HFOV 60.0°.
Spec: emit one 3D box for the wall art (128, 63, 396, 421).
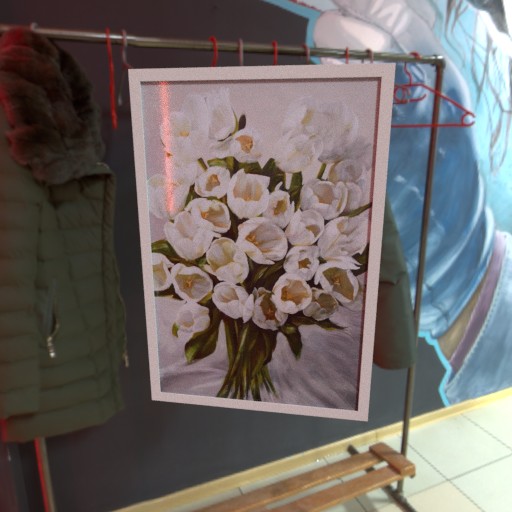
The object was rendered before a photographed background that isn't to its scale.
[{"bbox_3d":[0.000,0.000,1.218,0.660,0.965,0.015,3,16,9],"label":"wall art"}]
